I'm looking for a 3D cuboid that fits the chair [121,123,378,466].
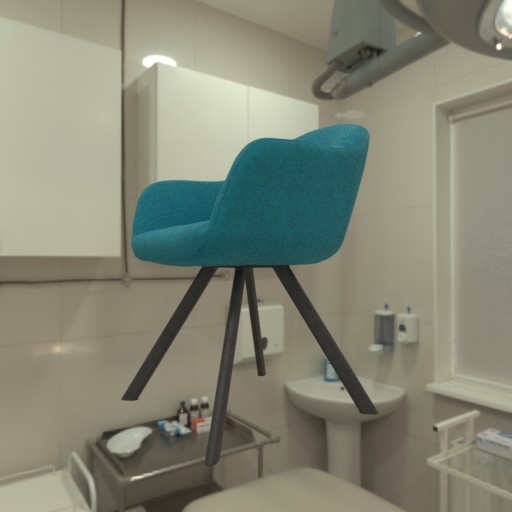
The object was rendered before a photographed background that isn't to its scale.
[{"bbox_3d":[0.000,0.000,1.175,0.565,0.775,0.545,0,0,-36],"label":"chair"}]
